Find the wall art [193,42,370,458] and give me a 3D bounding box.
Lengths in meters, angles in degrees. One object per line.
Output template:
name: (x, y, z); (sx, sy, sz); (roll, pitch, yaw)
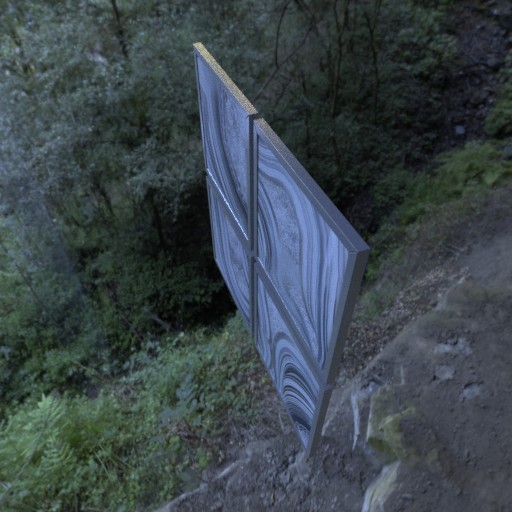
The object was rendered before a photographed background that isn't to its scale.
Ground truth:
wall art: (0.000, 0.000, 1.630); (0.029, 1.118, 1.118); (-16, 49, -15)
